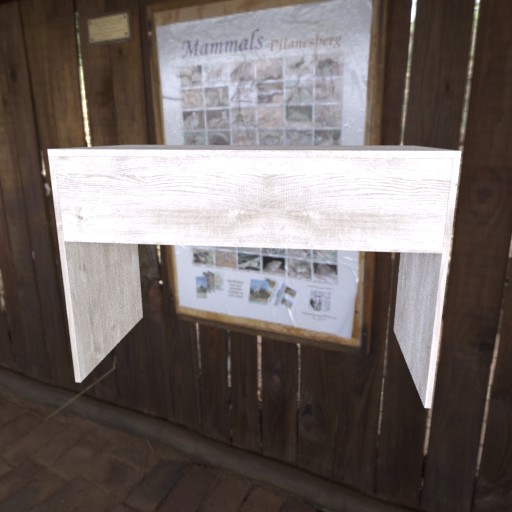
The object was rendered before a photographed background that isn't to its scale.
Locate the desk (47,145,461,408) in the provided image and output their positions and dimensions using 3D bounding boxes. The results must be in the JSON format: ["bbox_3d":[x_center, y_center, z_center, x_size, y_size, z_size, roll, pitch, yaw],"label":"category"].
[{"bbox_3d":[0.000,0.000,1.530,1.100,0.730,0.560,2,15,7],"label":"desk"}]
